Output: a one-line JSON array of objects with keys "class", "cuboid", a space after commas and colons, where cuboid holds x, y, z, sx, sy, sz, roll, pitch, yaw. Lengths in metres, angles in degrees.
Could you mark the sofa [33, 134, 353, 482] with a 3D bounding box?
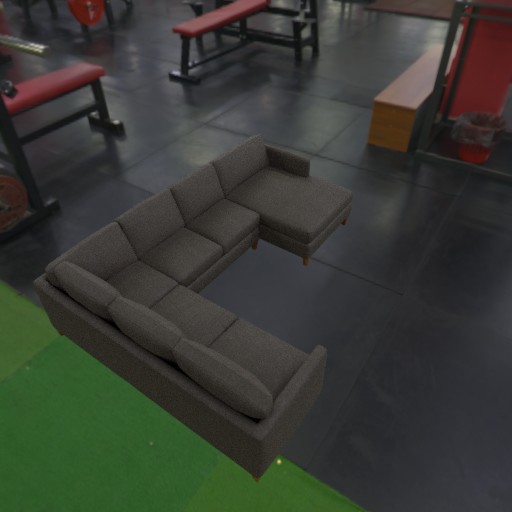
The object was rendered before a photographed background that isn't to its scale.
[{"class": "sofa", "cuboid": [0.000, 0.000, 4.664, 2.594, 0.961, 3.460, 25, 47, 26]}]
